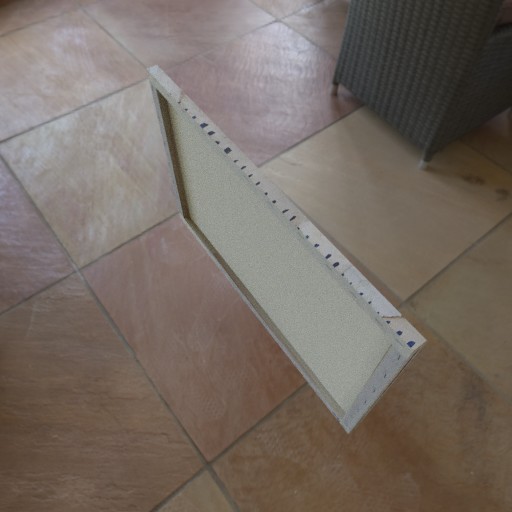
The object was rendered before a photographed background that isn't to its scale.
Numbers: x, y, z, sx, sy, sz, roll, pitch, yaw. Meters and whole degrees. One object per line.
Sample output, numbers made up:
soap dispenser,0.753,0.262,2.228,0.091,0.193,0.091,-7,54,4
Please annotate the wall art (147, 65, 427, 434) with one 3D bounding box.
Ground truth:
wall art,0.000,0.000,1.459,0.038,0.757,1.143,-30,62,-19
